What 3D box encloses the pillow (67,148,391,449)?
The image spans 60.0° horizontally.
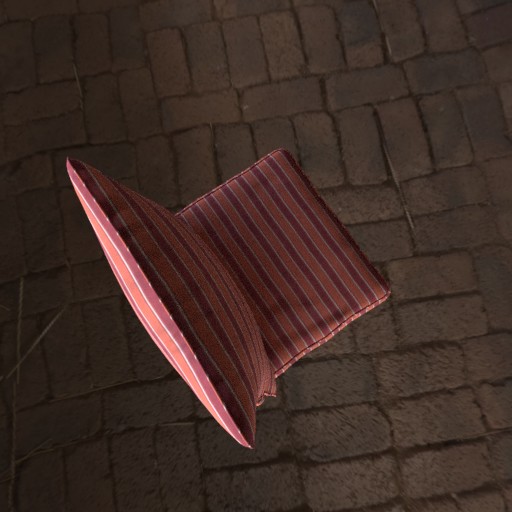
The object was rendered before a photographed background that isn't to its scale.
[{"bbox_3d":[0.000,0.000,1.364,0.733,0.723,0.799,-34,80,-7],"label":"pillow"}]
